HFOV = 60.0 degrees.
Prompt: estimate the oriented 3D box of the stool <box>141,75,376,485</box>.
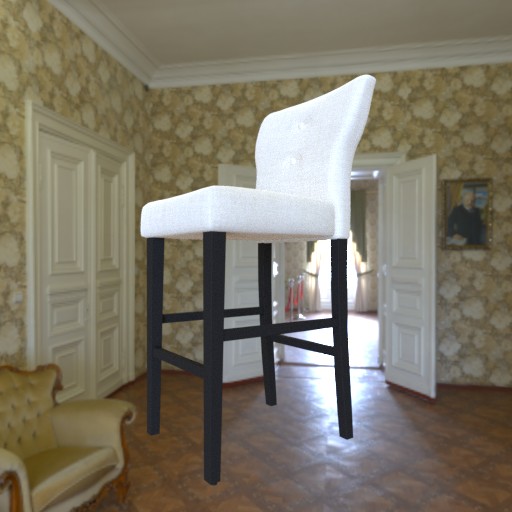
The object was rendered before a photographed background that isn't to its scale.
[{"bbox_3d":[0.000,0.000,1.404,0.603,1.124,0.516,0,-1,-36],"label":"stool"}]
